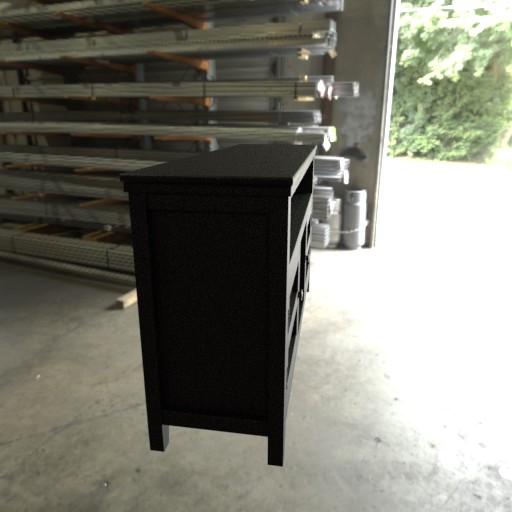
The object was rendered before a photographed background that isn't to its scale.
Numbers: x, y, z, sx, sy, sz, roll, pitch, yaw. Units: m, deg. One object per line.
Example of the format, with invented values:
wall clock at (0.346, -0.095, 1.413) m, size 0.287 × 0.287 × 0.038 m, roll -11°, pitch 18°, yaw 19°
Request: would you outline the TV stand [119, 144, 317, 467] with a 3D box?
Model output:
TV stand at (0.000, 0.000, 1.511) m, size 0.347 × 0.681 × 1.198 m, roll 3°, pitch 17°, yaw 9°
